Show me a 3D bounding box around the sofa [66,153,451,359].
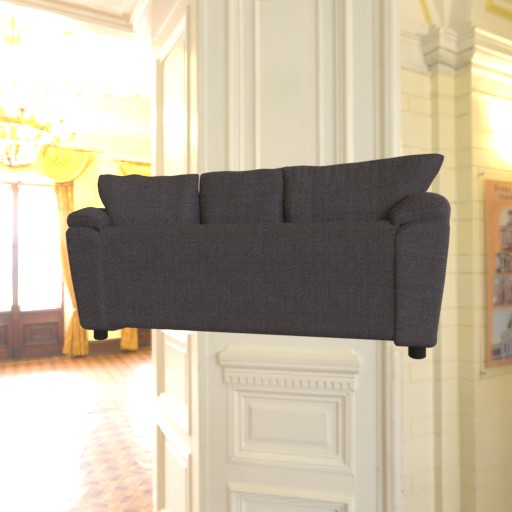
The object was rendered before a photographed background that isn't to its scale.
[{"bbox_3d":[0.000,0.000,2.870,2.336,1.080,0.883,0,-1,17],"label":"sofa"}]
